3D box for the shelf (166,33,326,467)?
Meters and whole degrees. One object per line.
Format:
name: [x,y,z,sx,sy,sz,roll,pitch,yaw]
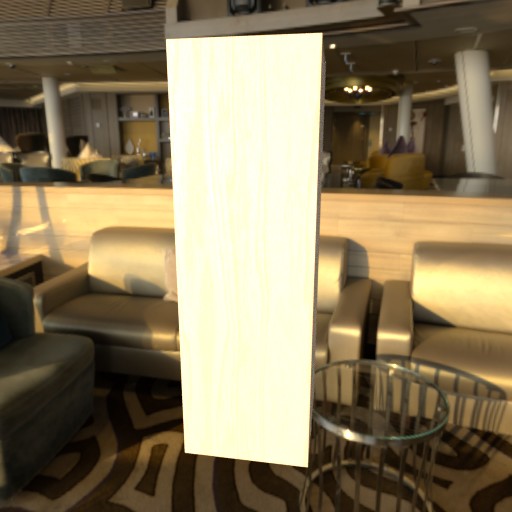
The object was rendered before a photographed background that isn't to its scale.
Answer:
shelf: [0.000,0.000,1.060,0.290,0.900,0.300,2,14,9]
